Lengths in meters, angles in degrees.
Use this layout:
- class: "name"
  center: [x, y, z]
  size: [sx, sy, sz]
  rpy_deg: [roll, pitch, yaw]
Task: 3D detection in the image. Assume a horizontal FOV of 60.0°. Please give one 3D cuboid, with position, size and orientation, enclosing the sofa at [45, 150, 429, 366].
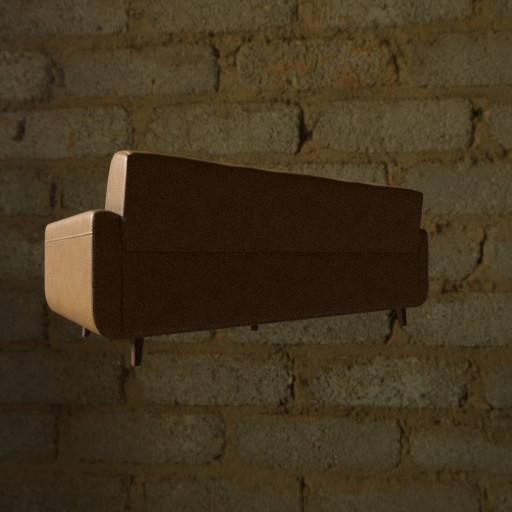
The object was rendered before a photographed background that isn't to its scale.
- class: "sofa"
  center: [0.000, 0.000, 2.627]
  size: [2.137, 0.892, 0.980]
  rpy_deg: [0, 0, -35]
